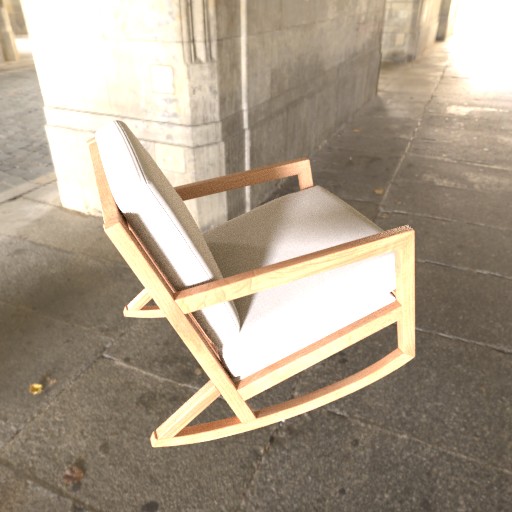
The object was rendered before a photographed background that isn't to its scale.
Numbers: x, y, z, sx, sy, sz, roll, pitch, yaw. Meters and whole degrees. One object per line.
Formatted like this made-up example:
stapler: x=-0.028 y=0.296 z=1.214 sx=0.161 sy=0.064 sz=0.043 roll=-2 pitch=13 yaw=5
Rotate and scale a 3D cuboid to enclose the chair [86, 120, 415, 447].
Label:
chair: x=0.000 y=0.000 z=1.387 sx=0.857 sy=0.790 sz=0.622 roll=-11 pitch=33 yaw=-18
